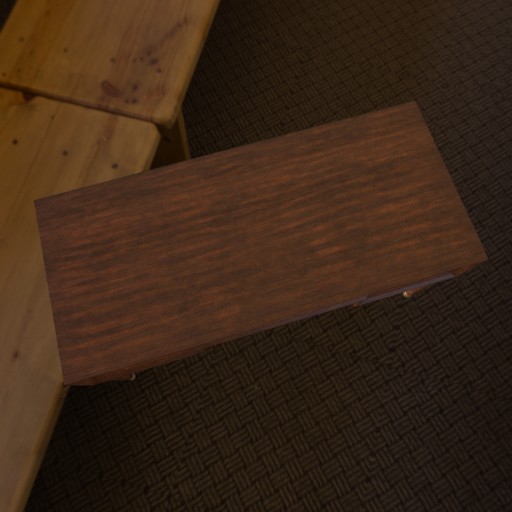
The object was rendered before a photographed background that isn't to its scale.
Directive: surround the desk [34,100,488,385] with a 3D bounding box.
[{"bbox_3d":[0.000,0.000,2.035,1.575,0.762,0.724,-16,74,-5],"label":"desk"}]
